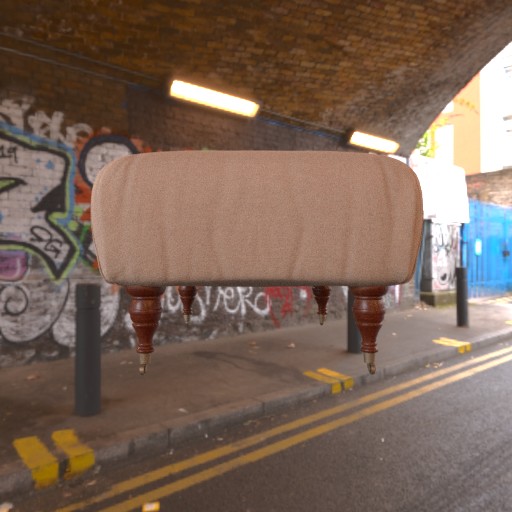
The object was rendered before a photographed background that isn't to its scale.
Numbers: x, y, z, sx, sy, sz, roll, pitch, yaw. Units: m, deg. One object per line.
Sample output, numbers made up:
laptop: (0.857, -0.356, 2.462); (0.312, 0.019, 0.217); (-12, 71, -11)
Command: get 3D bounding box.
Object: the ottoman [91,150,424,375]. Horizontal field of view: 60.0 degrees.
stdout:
ottoman: (0.000, 0.000, 1.146); (0.639, 0.450, 0.746); (0, 0, -1)
